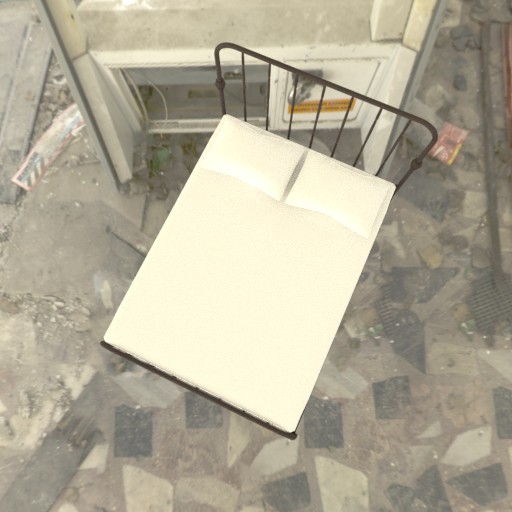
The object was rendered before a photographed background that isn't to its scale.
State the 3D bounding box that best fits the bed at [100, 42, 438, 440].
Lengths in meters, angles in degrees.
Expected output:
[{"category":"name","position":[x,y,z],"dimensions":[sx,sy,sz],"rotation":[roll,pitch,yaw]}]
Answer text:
[{"category":"bed","position":[0.000,0.000,3.215],"dimensions":[1.616,1.446,2.134],"rotation":[24,77,6]}]
